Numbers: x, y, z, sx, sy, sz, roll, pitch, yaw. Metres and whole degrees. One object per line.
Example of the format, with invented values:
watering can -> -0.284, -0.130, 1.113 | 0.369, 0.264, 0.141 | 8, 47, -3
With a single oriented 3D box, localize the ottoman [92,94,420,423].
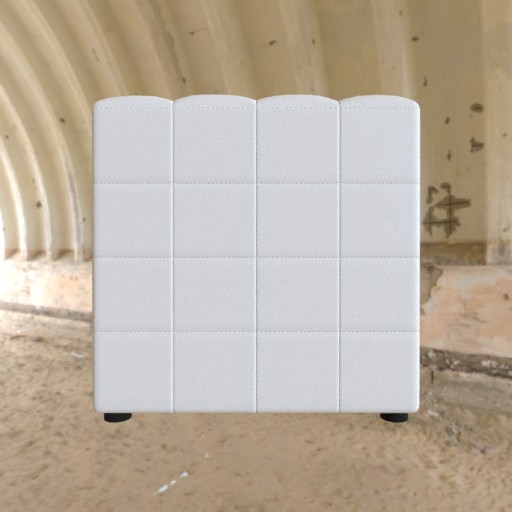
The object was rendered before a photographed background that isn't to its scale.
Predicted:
ottoman -> 0.000, 0.000, 0.780 | 0.425, 0.432, 0.425 | 0, 0, 0
